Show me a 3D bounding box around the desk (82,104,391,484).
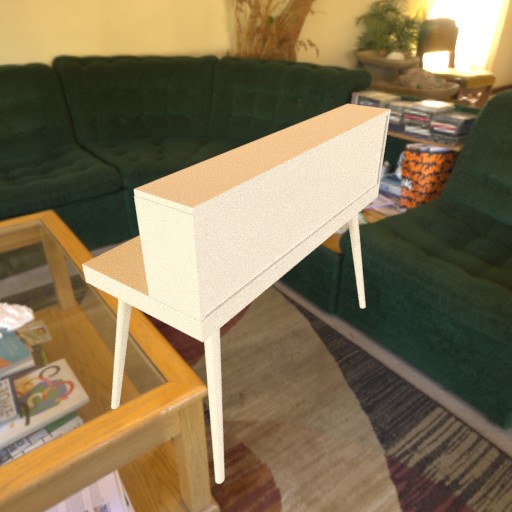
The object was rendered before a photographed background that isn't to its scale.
[{"bbox_3d":[0.000,0.000,1.771,0.559,0.990,1.199,20,36,30],"label":"desk"}]
